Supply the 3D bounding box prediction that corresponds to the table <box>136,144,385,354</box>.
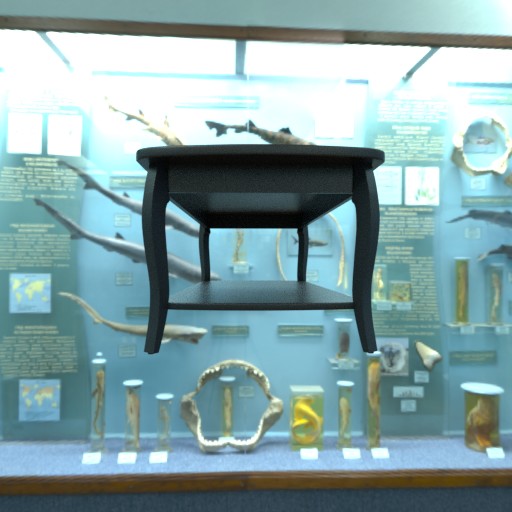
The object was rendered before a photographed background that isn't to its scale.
[{"bbox_3d":[0.000,0.000,1.597,0.571,0.457,1.333,0,-1,-1],"label":"table"}]
